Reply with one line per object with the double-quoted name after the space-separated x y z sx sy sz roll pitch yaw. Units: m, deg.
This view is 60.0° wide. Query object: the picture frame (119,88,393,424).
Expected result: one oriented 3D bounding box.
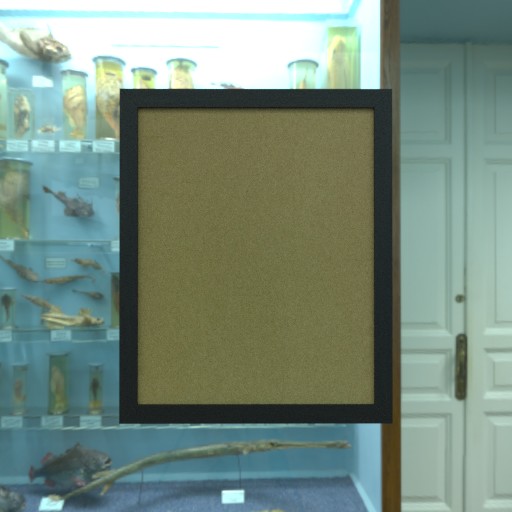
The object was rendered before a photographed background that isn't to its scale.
0.000 0.000 0.757 0.452 0.555 0.044 0 0 0 "picture frame"
